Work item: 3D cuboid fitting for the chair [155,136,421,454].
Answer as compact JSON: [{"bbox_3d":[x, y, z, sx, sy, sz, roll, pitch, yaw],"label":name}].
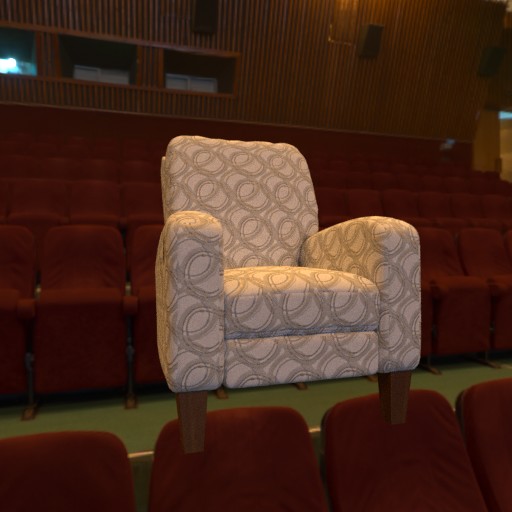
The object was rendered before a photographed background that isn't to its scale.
[{"bbox_3d":[0.000,0.000,1.742,0.796,1.065,0.995,0,1,-18],"label":"chair"}]
